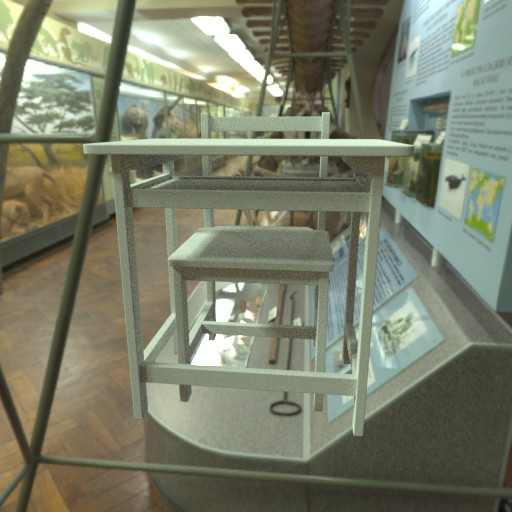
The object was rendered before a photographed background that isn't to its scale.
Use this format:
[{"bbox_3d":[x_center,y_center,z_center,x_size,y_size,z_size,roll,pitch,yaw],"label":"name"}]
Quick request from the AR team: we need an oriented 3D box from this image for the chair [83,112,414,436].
[{"bbox_3d":[0.000,0.000,1.073,0.599,0.673,0.461,2,16,6],"label":"chair"}]
